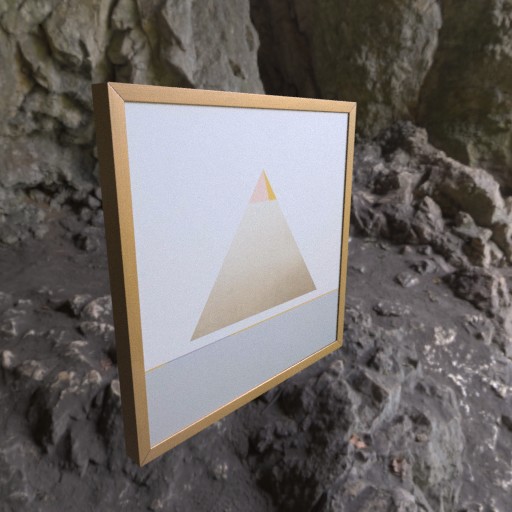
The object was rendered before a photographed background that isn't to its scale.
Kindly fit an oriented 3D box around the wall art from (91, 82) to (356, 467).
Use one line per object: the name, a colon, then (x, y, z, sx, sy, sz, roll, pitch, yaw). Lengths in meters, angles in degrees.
wall art: (0.000, 0.000, 0.749, 0.038, 0.511, 0.513, 15, 21, 42)
